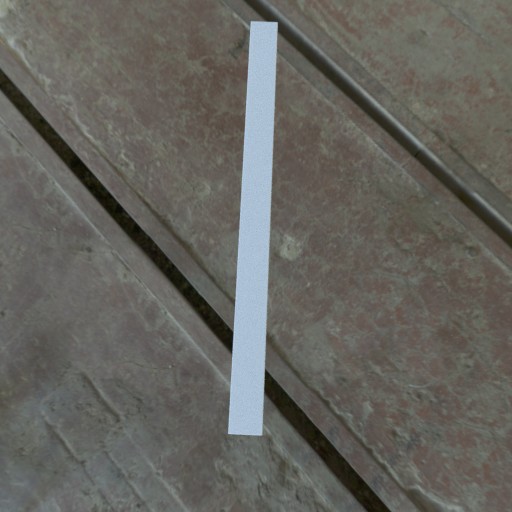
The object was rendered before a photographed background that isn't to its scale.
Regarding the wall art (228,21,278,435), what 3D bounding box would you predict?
[{"bbox_3d":[0.000,0.000,0.766,0.035,0.507,0.508,2,76,1],"label":"wall art"}]
